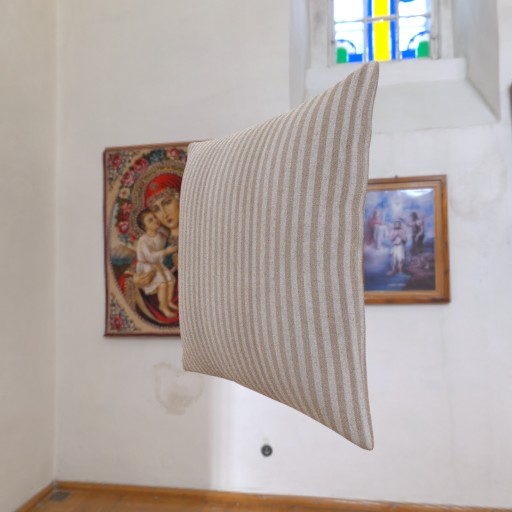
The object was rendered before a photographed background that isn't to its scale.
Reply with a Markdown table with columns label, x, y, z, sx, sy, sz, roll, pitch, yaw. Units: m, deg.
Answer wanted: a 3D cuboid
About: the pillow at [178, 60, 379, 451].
| label | x | y | z | sx | sy | sz | roll | pitch | yaw |
| --- | --- | --- | --- | --- | --- | --- | --- | --- | --- |
| pillow | 0.000 | 0.000 | 0.785 | 0.166 | 0.510 | 0.523 | 1 | -1 | -37 |
